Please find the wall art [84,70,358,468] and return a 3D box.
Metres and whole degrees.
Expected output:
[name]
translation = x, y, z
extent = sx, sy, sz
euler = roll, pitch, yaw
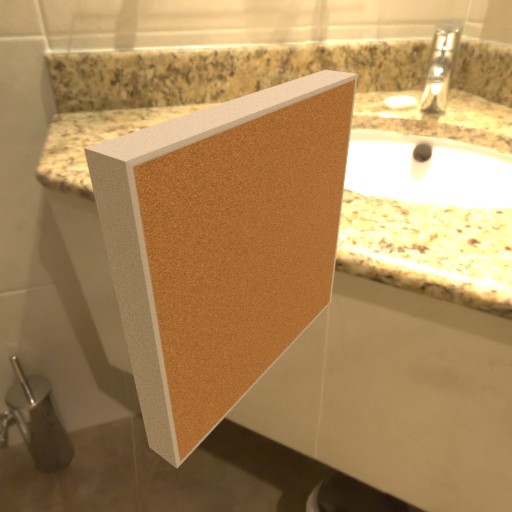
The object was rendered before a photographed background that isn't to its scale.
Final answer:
[wall art]
translation = 0.000, 0.000, 0.448
extent = 0.038, 0.304, 0.305
euler = 22, 39, 30
